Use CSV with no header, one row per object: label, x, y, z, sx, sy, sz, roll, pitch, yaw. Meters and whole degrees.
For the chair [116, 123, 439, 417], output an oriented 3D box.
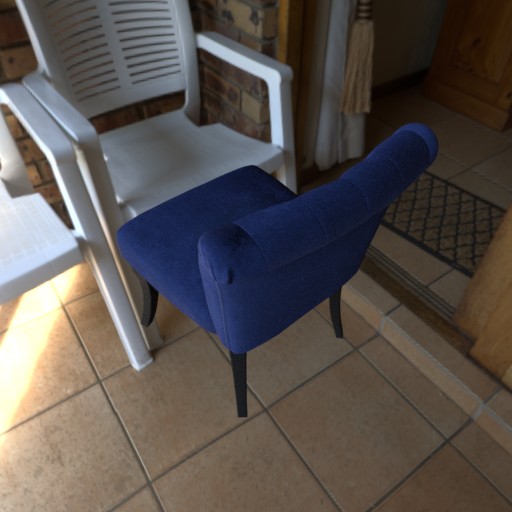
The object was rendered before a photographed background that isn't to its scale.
chair,0.000,0.000,1.183,0.585,0.753,0.606,-31,53,-28
